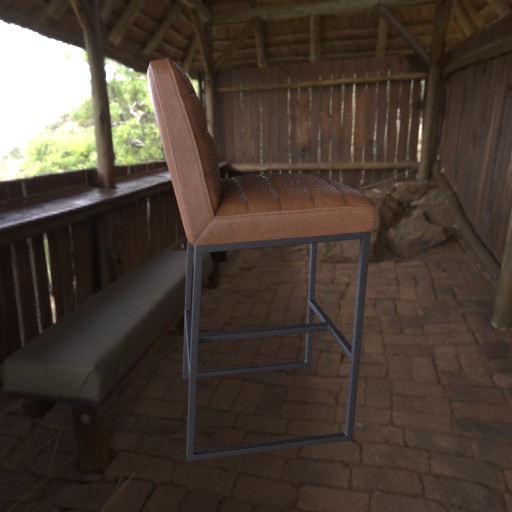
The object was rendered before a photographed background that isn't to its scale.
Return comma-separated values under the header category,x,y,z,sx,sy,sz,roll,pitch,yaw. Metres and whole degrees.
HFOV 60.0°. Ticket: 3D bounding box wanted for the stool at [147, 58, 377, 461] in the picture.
category,x,y,z,sx,sy,sz,roll,pitch,yaw
stool,0.000,0.000,1.327,0.556,1.040,0.458,-3,17,-10
